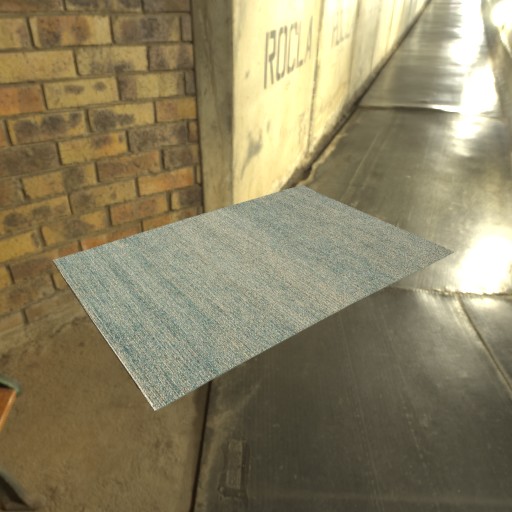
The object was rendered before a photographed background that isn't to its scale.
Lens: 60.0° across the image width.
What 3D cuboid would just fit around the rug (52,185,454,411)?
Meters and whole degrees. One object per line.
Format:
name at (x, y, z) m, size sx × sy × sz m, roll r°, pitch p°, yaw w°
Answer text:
rug at (0.000, 0.000, 5.431) m, size 4.078 × 0.052 × 2.802 m, roll -21°, pitch 37°, yaw -31°
